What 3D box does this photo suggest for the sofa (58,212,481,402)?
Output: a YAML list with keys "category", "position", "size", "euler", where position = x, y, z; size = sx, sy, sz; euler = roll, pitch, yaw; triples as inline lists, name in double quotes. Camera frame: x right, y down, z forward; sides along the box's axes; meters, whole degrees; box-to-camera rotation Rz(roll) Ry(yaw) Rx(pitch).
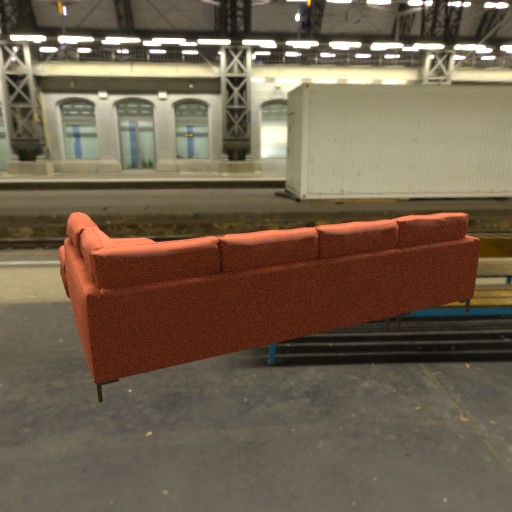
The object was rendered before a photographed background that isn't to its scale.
- category: "sofa"
  position: [0.000, 0.000, 3.445]
  size: [2.736, 0.757, 1.879]
  euler: [-7, 16, -26]
